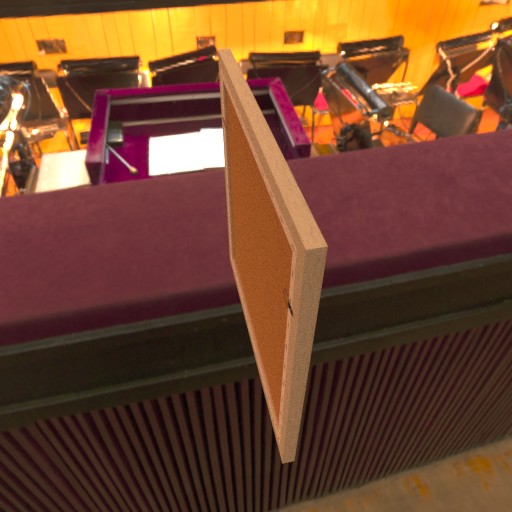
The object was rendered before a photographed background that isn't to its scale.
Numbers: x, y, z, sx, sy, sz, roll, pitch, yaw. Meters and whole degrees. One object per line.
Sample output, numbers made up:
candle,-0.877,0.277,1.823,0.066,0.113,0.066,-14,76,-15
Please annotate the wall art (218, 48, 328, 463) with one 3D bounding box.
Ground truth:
wall art,0.000,0.000,1.522,0.045,1.016,1.016,-9,45,-9
